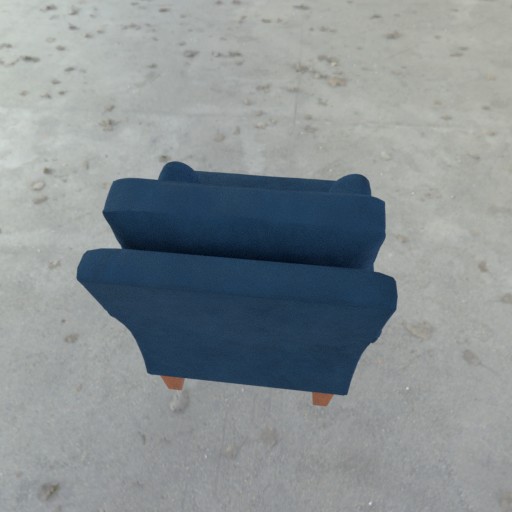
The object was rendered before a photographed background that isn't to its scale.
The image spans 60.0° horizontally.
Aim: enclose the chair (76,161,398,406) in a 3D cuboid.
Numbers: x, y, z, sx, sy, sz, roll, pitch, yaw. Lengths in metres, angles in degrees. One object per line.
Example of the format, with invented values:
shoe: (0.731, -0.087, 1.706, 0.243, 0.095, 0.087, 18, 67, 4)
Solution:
chair: (0.000, 0.000, 1.798, 0.895, 1.076, 1.078, 5, 47, 5)
